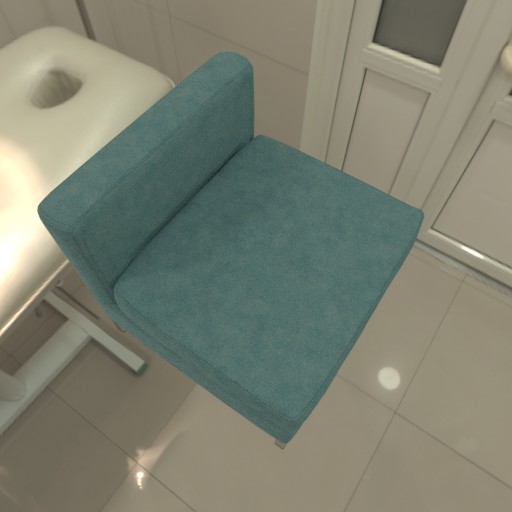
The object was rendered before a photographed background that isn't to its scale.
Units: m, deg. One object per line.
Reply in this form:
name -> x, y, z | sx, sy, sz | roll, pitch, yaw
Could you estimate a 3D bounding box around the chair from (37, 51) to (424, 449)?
chair -> 0.000, 0.000, 1.212 | 0.685, 0.660, 0.684 | 31, 64, 17
